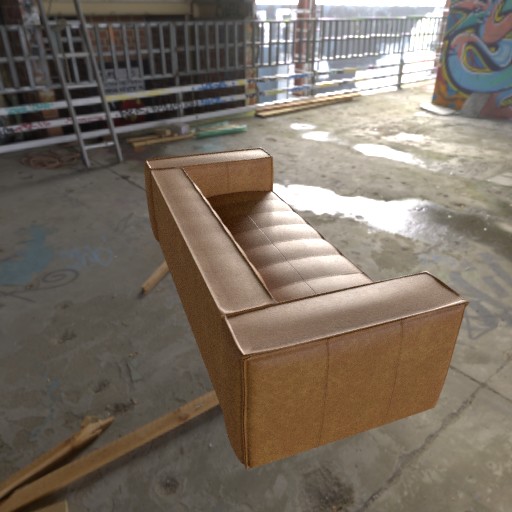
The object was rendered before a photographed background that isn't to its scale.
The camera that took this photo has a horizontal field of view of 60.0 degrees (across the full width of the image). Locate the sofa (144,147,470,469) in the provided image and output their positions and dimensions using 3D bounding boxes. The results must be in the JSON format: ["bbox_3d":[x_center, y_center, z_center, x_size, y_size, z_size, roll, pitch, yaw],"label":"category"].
[{"bbox_3d":[0.000,0.000,2.945,1.102,0.701,2.581,-10,31,-17],"label":"sofa"}]
